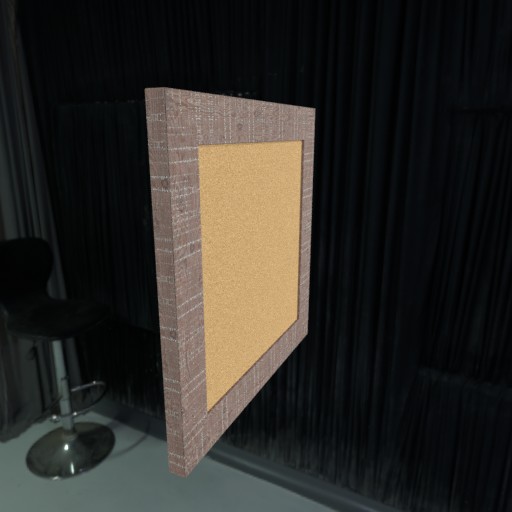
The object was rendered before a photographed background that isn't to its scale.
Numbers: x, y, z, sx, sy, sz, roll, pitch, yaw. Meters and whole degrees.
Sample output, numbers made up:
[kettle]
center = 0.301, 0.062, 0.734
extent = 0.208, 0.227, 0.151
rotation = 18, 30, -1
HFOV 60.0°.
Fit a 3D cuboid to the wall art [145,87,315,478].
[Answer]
[wall art]
center = 0.000, 0.000, 0.806
extent = 0.029, 0.531, 0.531
rotation = 7, 17, 25
